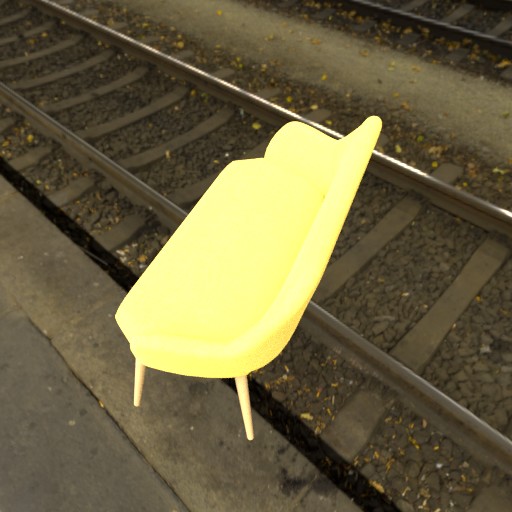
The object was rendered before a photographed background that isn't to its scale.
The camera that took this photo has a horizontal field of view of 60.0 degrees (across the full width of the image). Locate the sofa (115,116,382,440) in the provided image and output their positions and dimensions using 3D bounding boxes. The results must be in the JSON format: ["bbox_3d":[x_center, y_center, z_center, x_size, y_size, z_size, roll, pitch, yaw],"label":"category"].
[{"bbox_3d":[0.000,0.000,1.608,0.610,0.840,1.150,17,49,15],"label":"sofa"}]
